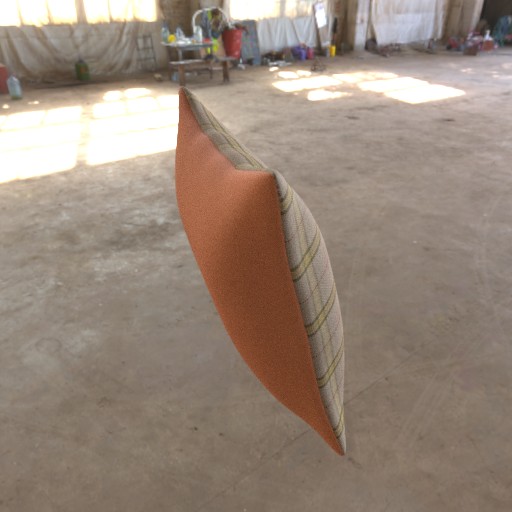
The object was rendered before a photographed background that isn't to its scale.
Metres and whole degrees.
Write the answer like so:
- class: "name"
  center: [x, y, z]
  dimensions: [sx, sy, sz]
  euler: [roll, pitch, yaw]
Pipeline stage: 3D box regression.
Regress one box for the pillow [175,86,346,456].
- class: "pillow"
  center: [0.000, 0.000, 0.679]
  dimensions: [0.200, 0.430, 0.453]
  euler: [-9, 31, -16]
